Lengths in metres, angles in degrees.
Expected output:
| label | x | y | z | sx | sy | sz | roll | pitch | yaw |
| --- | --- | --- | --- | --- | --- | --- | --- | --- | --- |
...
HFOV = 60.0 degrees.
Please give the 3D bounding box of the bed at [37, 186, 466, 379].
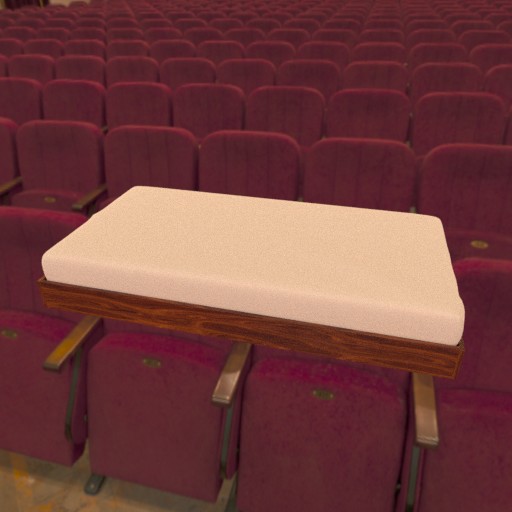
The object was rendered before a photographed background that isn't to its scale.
| label | x | y | z | sx | sy | sz | roll | pitch | yaw |
| --- | --- | --- | --- | --- | --- | --- | --- | --- | --- |
| bed | 0.000 | 0.000 | 2.244 | 1.860 | 0.312 | 0.940 | 7 | 31 | 12 |
